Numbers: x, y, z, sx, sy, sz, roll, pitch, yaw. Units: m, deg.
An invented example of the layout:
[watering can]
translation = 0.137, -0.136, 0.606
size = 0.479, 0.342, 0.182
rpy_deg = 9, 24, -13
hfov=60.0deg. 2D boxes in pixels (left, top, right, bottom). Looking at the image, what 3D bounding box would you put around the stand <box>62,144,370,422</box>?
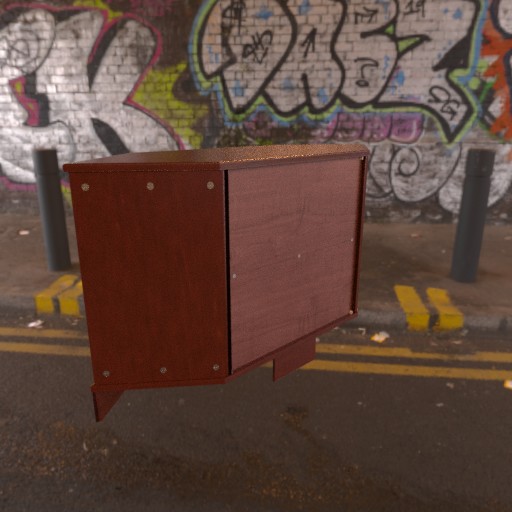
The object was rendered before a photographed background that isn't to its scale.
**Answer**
[stand]
translation = 0.000, 0.000, 1.331
size = 1.072, 0.614, 0.381
rpy_deg = -16, 23, -41
